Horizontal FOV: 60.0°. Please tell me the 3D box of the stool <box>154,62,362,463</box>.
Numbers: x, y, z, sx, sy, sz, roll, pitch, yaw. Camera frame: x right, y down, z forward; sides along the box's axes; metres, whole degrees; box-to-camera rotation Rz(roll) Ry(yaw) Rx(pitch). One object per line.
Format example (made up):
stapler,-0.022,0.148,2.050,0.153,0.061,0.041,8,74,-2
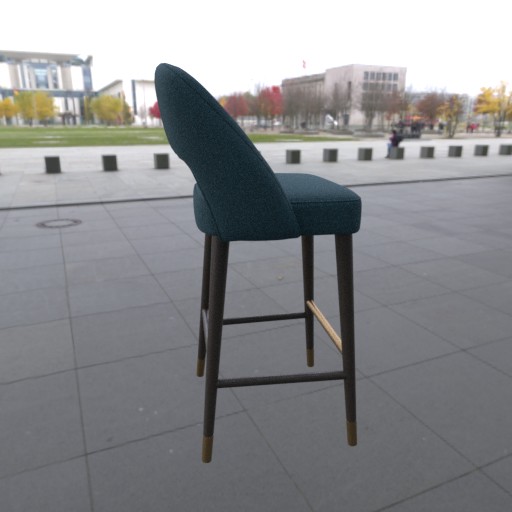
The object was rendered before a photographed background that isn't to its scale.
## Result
stool,0.000,0.000,1.306,0.522,1.032,0.536,-3,17,-9
